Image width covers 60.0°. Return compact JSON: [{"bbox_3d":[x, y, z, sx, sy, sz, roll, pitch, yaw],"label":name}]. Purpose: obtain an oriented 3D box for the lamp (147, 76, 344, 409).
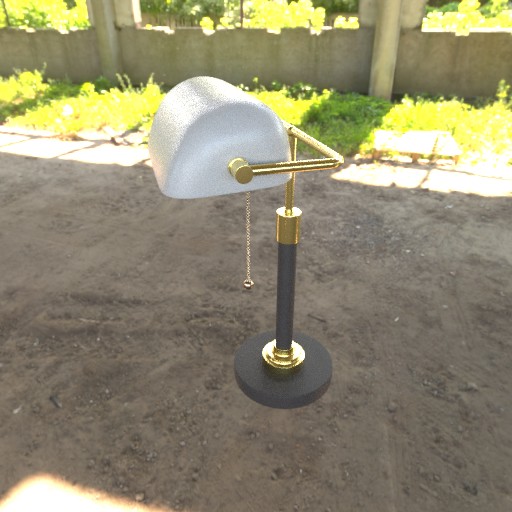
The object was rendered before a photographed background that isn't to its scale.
[{"bbox_3d":[0.000,0.000,0.552,0.227,0.404,0.269,-8,30,-14],"label":"lamp"}]
